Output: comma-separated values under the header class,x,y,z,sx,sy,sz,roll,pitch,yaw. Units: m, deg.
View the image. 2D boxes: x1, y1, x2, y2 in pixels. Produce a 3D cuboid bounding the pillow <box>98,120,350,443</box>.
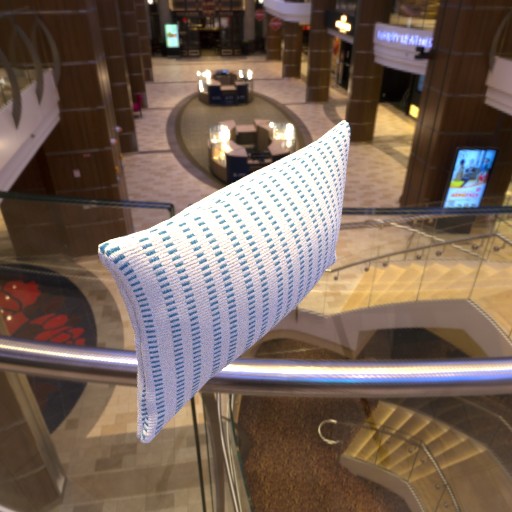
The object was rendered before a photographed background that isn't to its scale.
class,x,y,z,sx,sy,sz,roll,pitch,yaw
pillow,0.000,0.000,0.811,0.210,0.353,0.640,21,38,29
